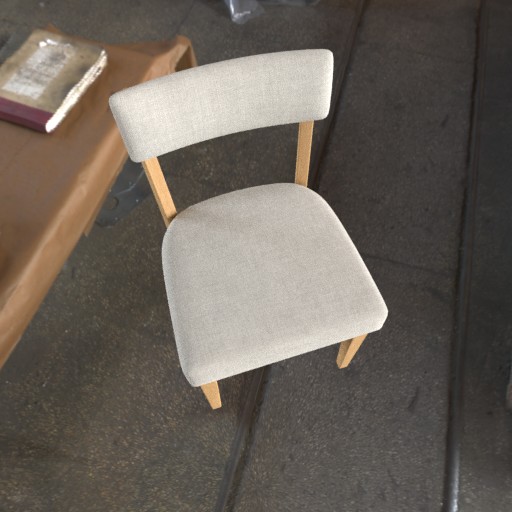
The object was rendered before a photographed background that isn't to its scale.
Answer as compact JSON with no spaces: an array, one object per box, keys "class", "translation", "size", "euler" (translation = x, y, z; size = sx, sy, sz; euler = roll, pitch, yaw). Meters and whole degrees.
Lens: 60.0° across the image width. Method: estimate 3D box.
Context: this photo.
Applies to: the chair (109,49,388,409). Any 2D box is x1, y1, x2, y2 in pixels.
[{"class":"chair","translation":[0.000,0.000,1.184],"size":[0.508,0.832,0.572],"euler":[-15,64,-8]}]
